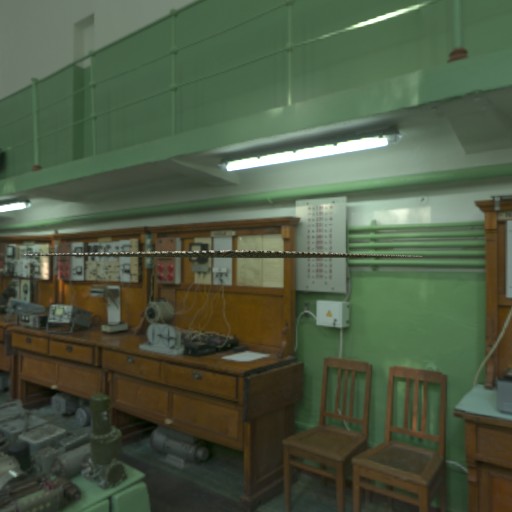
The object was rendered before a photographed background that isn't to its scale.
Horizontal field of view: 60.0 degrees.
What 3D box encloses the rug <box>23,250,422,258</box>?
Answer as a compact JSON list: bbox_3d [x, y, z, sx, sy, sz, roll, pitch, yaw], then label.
[{"bbox_3d":[0.000,0.000,2.320,1.219,0.008,1.828,0,-1,36],"label":"rug"}]
